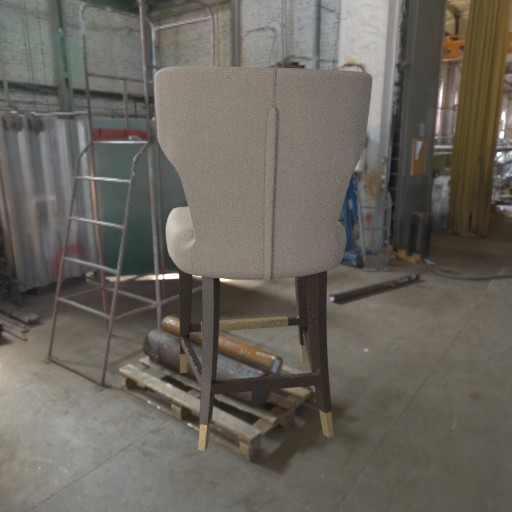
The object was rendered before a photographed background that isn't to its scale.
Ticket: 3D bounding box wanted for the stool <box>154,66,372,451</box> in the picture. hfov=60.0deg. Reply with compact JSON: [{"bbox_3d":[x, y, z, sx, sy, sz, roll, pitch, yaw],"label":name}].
[{"bbox_3d":[0.000,0.000,1.317,0.527,0.982,0.563,-2,14,-9],"label":"stool"}]
